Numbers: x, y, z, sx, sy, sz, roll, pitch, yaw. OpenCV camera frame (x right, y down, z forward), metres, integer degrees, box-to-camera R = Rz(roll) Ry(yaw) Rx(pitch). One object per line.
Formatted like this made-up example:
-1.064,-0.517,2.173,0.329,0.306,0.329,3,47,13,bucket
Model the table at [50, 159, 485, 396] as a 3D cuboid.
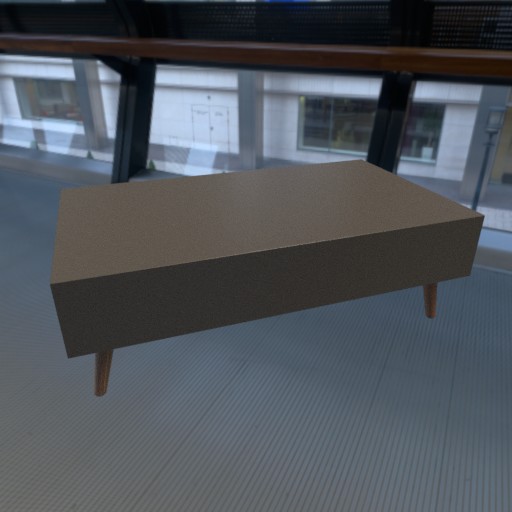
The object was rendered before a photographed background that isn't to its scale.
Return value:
0.000,0.000,1.528,1.201,0.404,0.703,-9,28,-17,table
